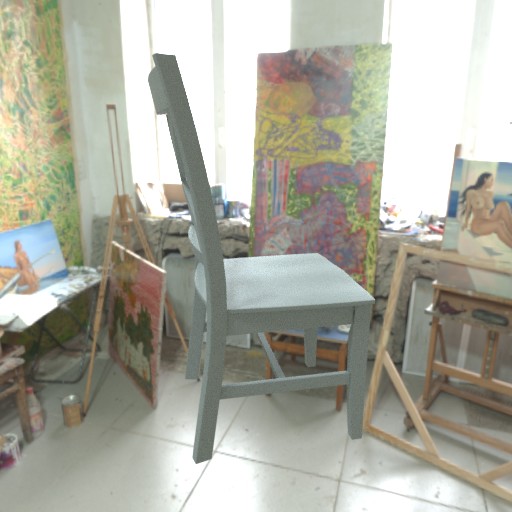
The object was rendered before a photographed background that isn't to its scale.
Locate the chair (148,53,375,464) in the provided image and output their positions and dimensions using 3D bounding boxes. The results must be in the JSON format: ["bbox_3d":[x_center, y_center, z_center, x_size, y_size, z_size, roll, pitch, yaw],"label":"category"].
[{"bbox_3d":[0.000,0.000,1.267,0.542,0.983,0.485,-3,17,-11],"label":"chair"}]
